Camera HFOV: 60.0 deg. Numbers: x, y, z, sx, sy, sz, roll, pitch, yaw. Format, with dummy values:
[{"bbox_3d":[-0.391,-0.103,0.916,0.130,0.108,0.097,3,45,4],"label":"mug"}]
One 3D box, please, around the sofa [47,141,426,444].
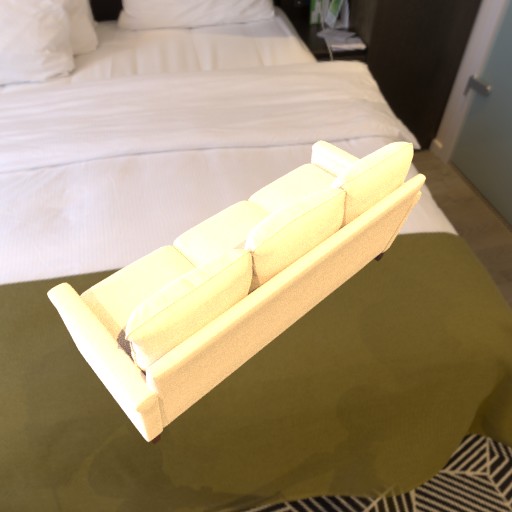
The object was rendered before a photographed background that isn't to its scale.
[{"bbox_3d":[0.000,0.000,2.396,1.925,0.961,0.828,-34,55,-28],"label":"sofa"}]
